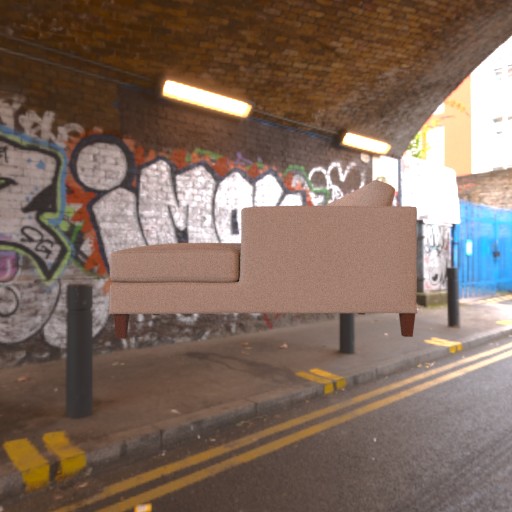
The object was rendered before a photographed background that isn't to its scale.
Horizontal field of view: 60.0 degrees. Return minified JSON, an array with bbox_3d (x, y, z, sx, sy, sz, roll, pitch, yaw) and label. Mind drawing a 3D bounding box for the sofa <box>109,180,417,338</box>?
[{"bbox_3d":[0.000,0.000,3.872,1.625,0.861,3.186,0,0,-2],"label":"sofa"}]
